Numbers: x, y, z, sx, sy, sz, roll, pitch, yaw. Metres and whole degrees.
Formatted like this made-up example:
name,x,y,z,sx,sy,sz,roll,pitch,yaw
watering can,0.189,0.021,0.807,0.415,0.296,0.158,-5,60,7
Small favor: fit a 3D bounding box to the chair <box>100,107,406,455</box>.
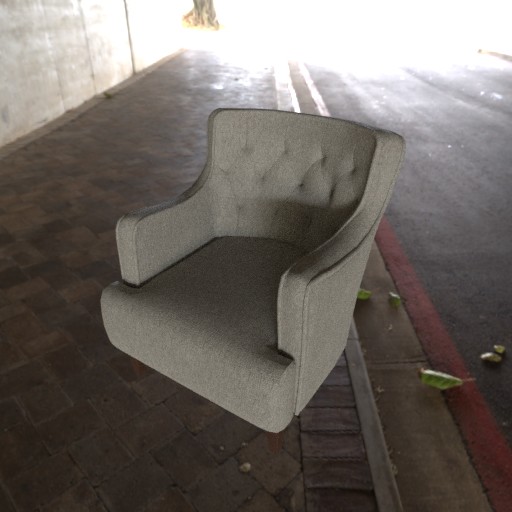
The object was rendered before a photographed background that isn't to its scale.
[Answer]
name,x,y,z,sx,sy,sz,roll,pitch,yaw
chair,0.000,0.000,1.654,0.820,0.920,0.910,19,35,29
